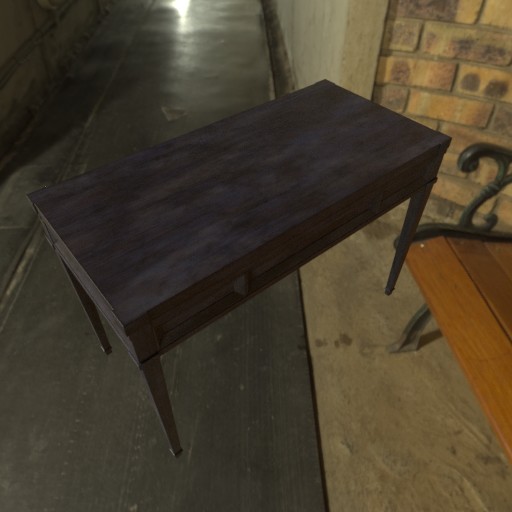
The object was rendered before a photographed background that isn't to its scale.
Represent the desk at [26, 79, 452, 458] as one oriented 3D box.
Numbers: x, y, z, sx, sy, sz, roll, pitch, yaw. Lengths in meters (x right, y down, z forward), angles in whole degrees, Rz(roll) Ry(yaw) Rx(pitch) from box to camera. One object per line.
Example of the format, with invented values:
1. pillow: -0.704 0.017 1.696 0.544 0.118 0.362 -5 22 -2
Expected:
1. desk: 0.000 0.000 1.763 1.289 0.861 0.630 -30 53 -26
